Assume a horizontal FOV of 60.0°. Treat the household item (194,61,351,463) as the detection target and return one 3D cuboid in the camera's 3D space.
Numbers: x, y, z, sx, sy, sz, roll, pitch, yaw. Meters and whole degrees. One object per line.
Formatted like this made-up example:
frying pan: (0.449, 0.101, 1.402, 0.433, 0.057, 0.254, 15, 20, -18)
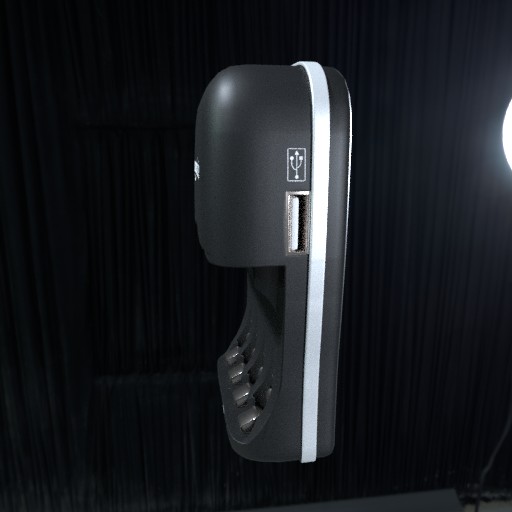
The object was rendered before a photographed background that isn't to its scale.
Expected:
household item: (0.000, 0.000, 0.146, 0.038, 0.114, 0.070, -2, 15, -9)
